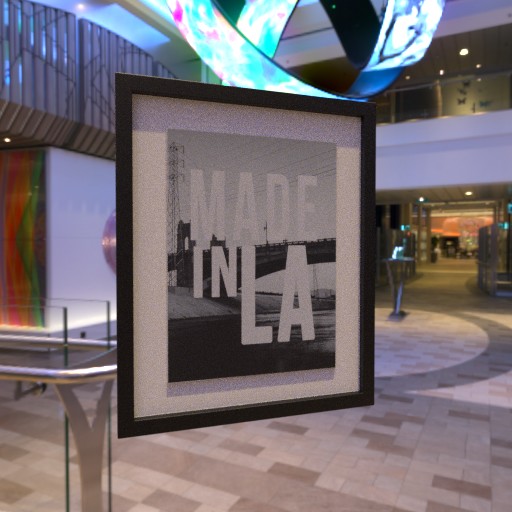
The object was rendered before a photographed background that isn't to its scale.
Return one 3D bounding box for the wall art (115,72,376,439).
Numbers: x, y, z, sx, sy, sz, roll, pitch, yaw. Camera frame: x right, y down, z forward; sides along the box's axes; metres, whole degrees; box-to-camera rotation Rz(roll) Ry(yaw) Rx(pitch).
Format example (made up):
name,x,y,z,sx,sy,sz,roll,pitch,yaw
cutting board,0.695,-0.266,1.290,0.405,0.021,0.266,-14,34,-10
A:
name,x,y,z,sx,sy,sz,roll,pitch,yaw
wall art,0.000,0.000,0.759,0.457,0.559,0.028,0,1,-19
